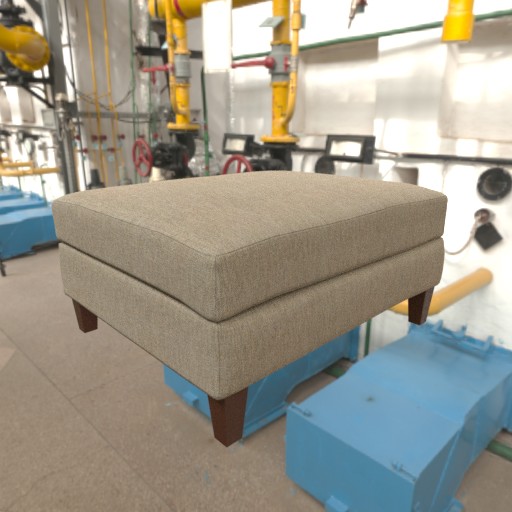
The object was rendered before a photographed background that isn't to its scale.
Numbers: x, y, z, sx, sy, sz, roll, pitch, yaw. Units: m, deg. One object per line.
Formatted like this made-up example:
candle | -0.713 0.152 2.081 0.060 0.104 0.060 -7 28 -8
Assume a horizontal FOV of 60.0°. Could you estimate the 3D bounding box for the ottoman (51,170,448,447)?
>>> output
ottoman | 0.000 0.000 1.431 0.976 0.492 0.836 -16 23 -41
